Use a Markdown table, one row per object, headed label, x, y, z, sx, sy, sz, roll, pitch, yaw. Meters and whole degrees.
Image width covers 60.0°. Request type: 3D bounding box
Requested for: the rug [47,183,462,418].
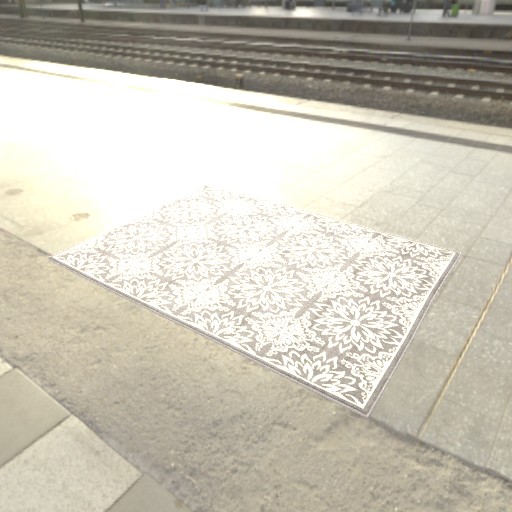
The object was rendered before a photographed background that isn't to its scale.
| label | x | y | z | sx | sy | sz | roll | pitch | yaw |
| --- | --- | --- | --- | --- | --- | --- | --- | --- | --- |
| rug | 0.000 | 0.000 | 2.913 | 2.213 | 0.014 | 1.608 | 19 | 36 | 29 |
